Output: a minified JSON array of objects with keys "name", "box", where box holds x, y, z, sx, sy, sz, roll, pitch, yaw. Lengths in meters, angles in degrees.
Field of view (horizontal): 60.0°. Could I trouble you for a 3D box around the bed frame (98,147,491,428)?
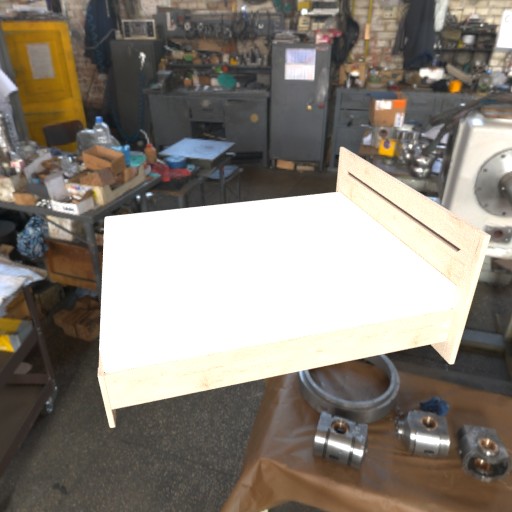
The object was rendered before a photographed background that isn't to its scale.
[{"name":"bed frame","box":[0.000,0.000,3.077,2.080,0.900,1.800,-8,30,-14]}]
